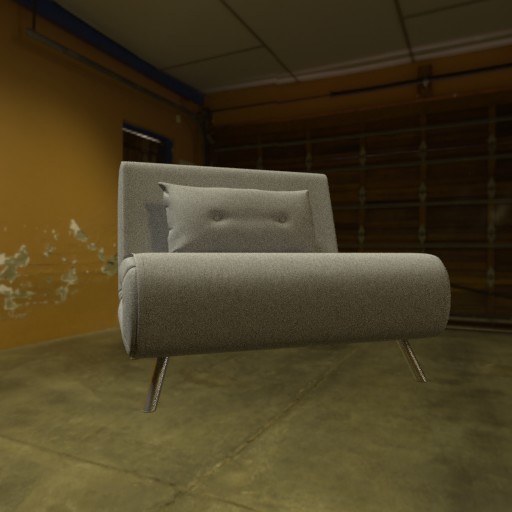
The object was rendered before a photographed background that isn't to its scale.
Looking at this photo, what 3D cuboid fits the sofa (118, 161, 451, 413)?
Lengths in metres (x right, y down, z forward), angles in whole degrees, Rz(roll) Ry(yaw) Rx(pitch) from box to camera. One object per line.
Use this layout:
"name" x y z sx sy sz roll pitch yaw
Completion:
"sofa" 0.000 0.000 1.718 1.020 0.825 1.000 0 0 -18
